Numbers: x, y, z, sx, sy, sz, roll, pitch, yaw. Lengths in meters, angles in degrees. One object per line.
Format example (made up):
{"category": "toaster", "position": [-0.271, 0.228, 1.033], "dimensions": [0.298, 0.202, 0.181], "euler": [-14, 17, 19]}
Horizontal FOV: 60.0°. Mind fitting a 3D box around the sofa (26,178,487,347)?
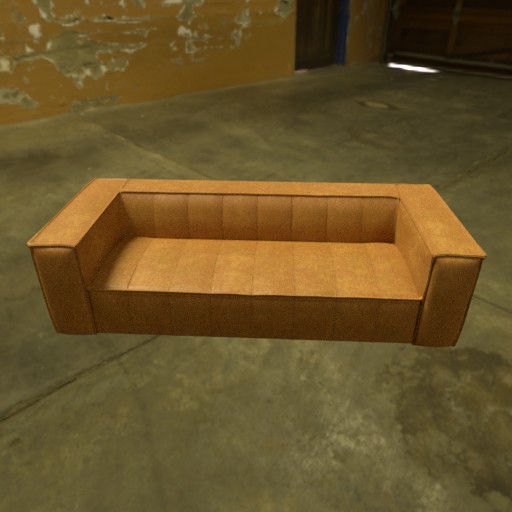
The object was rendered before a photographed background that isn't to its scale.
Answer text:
{"category": "sofa", "position": [0.000, 0.000, 3.042], "dimensions": [2.581, 0.701, 1.102], "euler": [1, 31, 2]}
